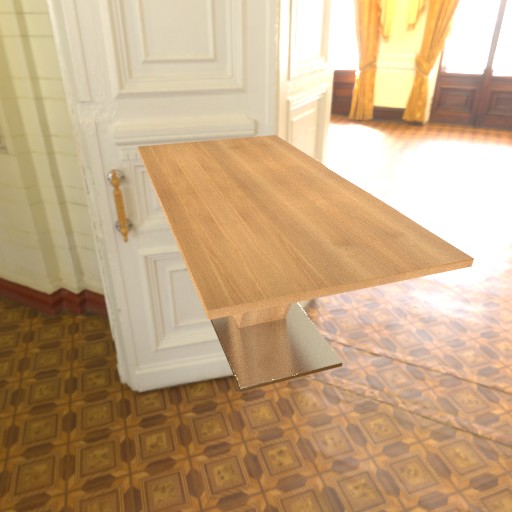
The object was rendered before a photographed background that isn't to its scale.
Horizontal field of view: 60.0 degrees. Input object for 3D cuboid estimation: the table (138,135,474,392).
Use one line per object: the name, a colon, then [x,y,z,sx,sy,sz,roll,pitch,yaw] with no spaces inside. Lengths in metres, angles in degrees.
table: [0.000,0.000,2.257,0.900,0.750,1.800,-9,30,-17]
